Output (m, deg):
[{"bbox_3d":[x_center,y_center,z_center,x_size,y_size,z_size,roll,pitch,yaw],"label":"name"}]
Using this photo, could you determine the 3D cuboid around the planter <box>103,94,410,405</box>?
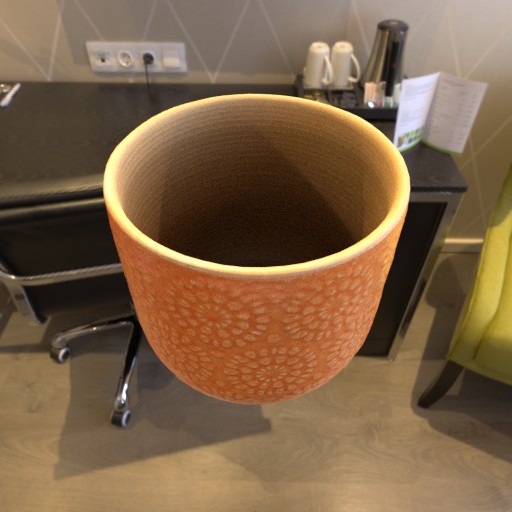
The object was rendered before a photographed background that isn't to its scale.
[{"bbox_3d":[0.000,0.000,0.290,0.170,0.152,0.170,0,45,0],"label":"planter"}]
